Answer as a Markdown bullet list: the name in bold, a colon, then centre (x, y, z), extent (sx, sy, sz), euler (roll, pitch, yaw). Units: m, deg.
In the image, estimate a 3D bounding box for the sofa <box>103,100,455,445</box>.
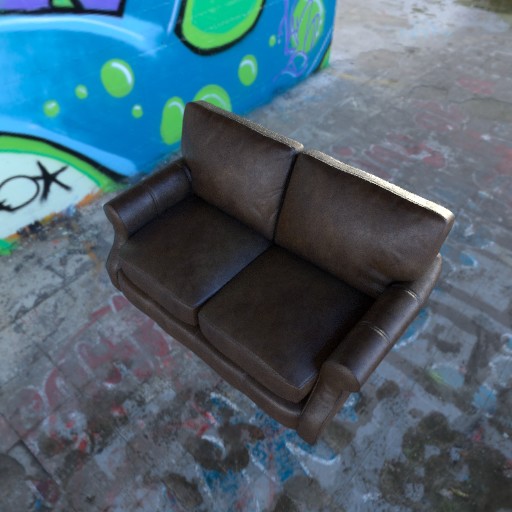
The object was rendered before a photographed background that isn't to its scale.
- **sofa**: centre (0.000, 0.000, 2.267), extent (1.616, 0.976, 0.990), euler (32, 54, 26)
